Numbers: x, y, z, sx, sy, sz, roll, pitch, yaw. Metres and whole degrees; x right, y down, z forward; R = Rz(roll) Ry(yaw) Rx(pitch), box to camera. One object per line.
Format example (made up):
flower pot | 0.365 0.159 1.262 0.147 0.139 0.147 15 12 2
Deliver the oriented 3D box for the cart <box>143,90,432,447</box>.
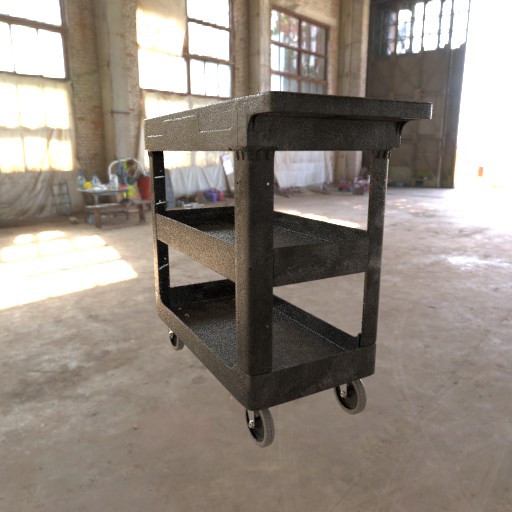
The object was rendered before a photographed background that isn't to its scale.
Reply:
cart | 0.000 0.000 1.338 0.420 0.824 0.877 -7 15 -28
